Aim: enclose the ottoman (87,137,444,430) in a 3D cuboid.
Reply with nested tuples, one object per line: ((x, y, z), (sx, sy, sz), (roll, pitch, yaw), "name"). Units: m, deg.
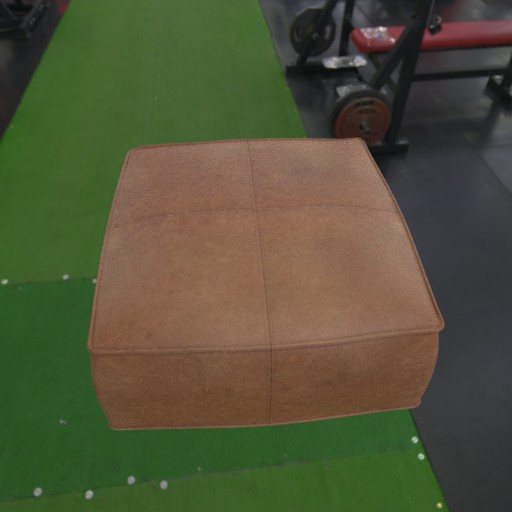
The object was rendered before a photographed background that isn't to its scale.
((0.000, 0.000, 1.358), (0.902, 0.395, 0.901), (-3, 47, -3), "ottoman")
